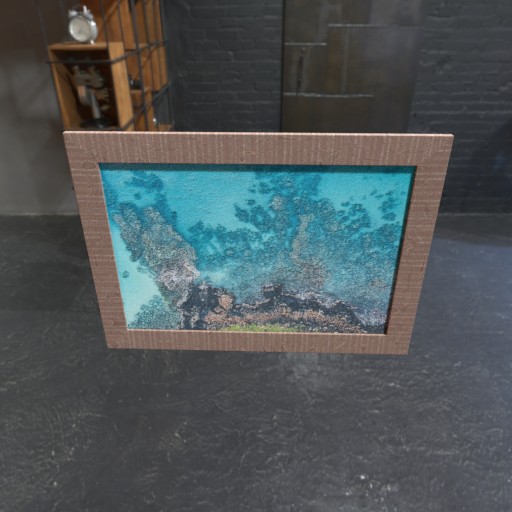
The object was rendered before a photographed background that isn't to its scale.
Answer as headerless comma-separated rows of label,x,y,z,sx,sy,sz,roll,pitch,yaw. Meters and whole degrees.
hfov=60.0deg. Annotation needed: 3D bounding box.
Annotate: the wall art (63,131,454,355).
wall art,0.000,0.000,1.387,1.056,0.761,0.020,1,29,2
